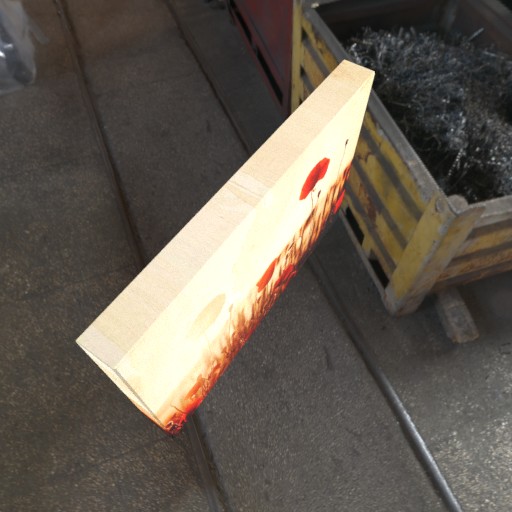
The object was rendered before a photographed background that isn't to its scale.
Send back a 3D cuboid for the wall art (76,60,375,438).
[{"bbox_3d":[0.000,0.000,0.487,0.037,0.251,0.383,30,63,18],"label":"wall art"}]
